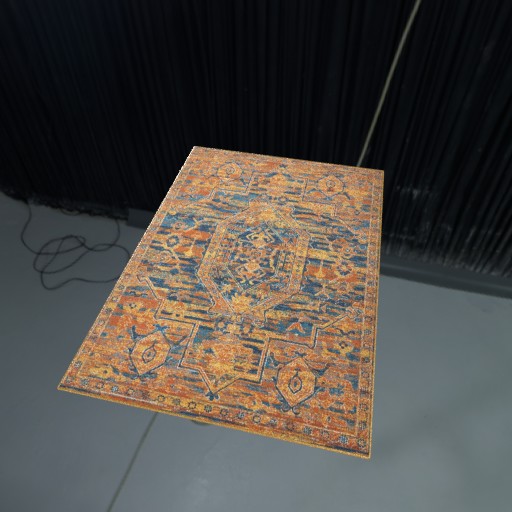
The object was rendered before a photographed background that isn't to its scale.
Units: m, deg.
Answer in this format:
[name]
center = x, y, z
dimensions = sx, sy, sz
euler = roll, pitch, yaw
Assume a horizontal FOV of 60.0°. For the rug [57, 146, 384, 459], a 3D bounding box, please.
[rug]
center = 0.000, 0.000, 3.744
dimensions = 2.043, 0.019, 2.916
euler = 9, 48, 9
